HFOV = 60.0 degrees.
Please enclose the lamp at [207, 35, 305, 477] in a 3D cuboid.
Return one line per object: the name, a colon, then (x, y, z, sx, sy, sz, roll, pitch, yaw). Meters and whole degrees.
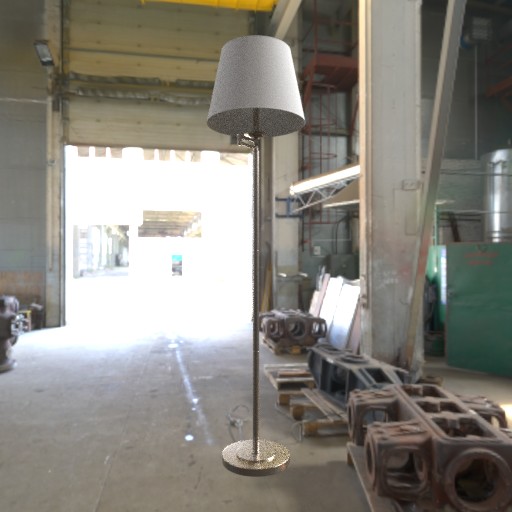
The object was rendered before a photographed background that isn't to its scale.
lamp: (0.000, 0.000, 1.602, 0.355, 1.473, 0.355, 0, 0, 0)
